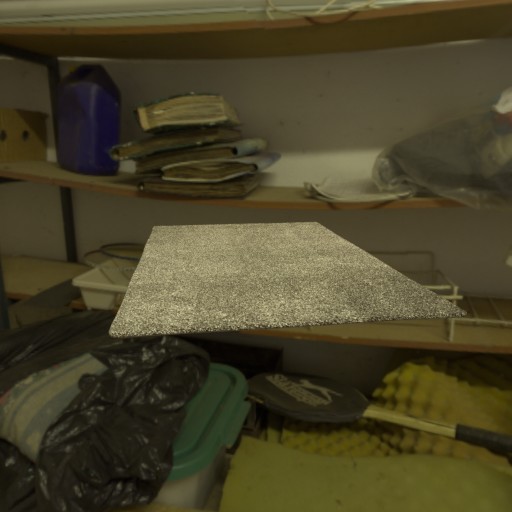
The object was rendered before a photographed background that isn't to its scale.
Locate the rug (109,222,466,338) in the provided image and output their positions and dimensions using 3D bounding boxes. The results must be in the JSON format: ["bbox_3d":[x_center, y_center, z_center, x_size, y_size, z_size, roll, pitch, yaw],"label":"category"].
[{"bbox_3d":[0.000,0.000,2.939,1.501,0.025,2.352,-2,14,-8],"label":"rug"}]
